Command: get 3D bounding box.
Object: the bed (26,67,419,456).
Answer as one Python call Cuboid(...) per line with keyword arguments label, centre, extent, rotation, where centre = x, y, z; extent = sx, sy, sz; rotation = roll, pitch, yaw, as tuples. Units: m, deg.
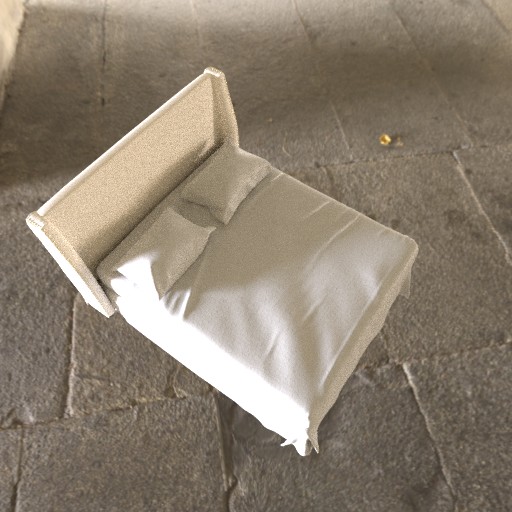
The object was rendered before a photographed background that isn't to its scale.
Cuboid(label="bed", centre=(0.000, 0.000, 3.419), extent=(2.276, 1.332, 1.925), rotation=(31, 64, 18))
